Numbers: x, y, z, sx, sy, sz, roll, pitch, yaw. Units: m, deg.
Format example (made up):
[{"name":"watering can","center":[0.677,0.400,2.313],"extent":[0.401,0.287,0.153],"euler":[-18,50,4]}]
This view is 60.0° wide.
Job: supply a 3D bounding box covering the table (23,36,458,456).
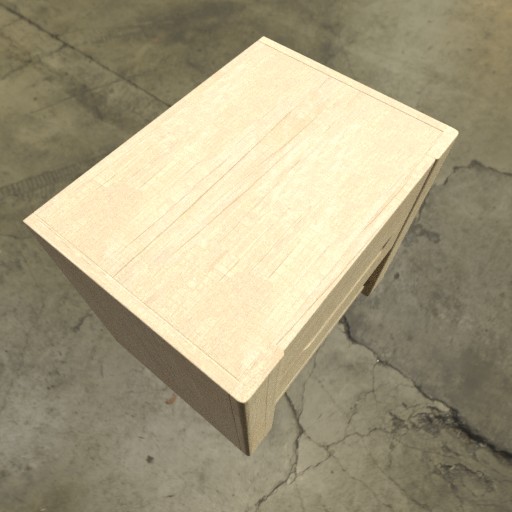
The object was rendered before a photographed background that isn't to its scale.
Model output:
[{"name":"table","center":[0.000,0.000,0.913],"extent":[0.420,0.510,0.570],"euler":[35,65,19]}]
